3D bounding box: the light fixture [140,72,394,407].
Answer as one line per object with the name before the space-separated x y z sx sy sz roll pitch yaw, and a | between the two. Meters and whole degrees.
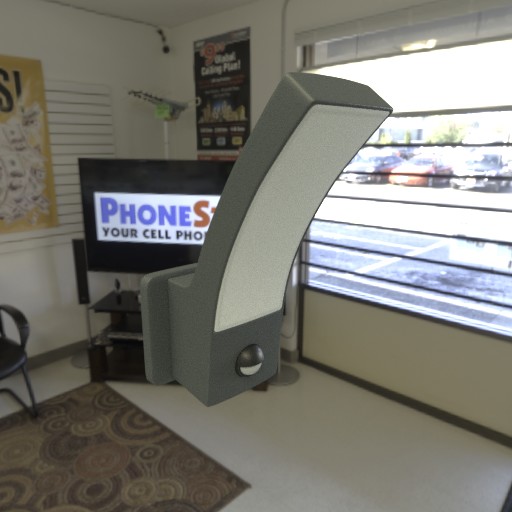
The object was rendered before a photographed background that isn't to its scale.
light fixture | 0.000 0.000 0.338 0.108 0.243 0.174 -13 19 -42
